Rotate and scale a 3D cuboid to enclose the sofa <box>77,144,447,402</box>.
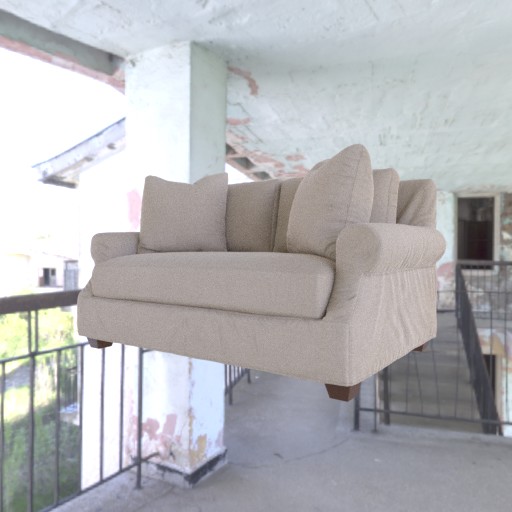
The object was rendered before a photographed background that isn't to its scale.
[{"bbox_3d":[0.000,0.000,2.160,1.550,0.905,1.070,1,1,35],"label":"sofa"}]
